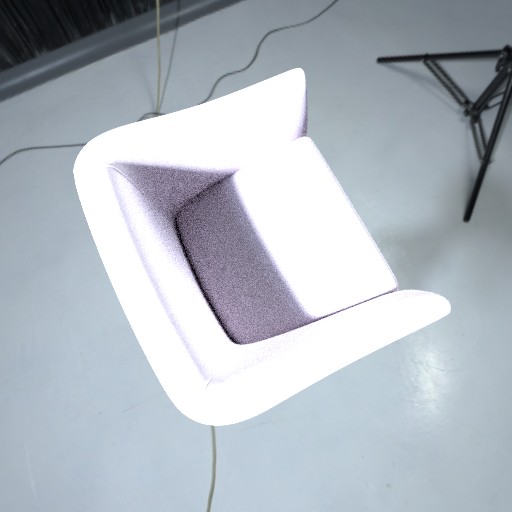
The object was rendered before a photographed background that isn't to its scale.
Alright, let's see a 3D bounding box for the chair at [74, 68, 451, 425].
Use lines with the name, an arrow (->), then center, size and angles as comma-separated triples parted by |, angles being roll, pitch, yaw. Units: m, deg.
chair -> 0.000, 0.000, 1.336 | 0.700, 0.720, 0.790 | -26, 76, -7
